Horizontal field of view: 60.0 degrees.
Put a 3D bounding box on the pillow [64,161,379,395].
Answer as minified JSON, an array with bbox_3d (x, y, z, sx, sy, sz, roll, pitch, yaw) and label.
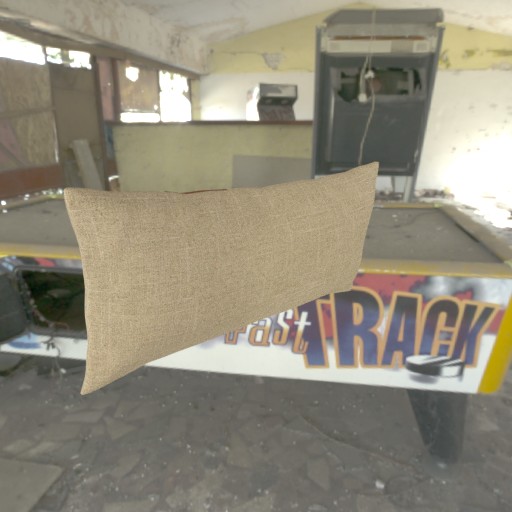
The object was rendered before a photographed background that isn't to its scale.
[{"bbox_3d":[0.000,0.000,0.738,0.612,0.282,0.155,-14,21,-40],"label":"pillow"}]
